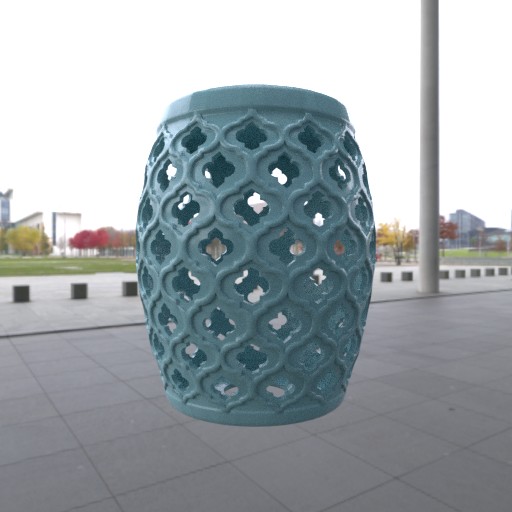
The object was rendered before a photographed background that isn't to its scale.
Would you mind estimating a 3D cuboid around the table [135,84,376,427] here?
[{"bbox_3d":[0.000,0.000,0.620,0.325,0.388,0.325,0,1,0],"label":"table"}]
